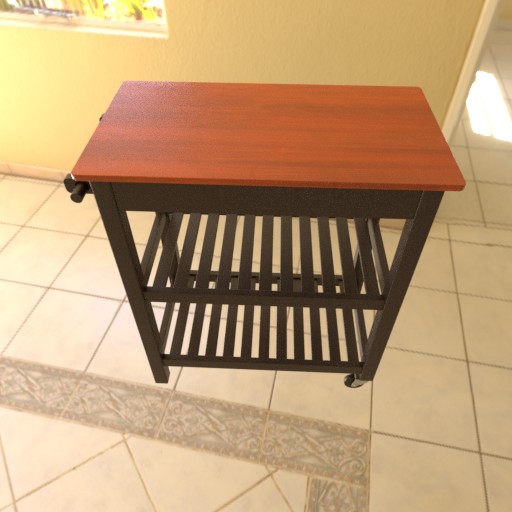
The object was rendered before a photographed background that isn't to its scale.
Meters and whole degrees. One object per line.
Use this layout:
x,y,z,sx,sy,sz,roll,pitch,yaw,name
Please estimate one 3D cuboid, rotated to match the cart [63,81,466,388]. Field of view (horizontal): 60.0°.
0.000,0.000,1.422,0.899,0.927,0.457,2,46,2,cart
